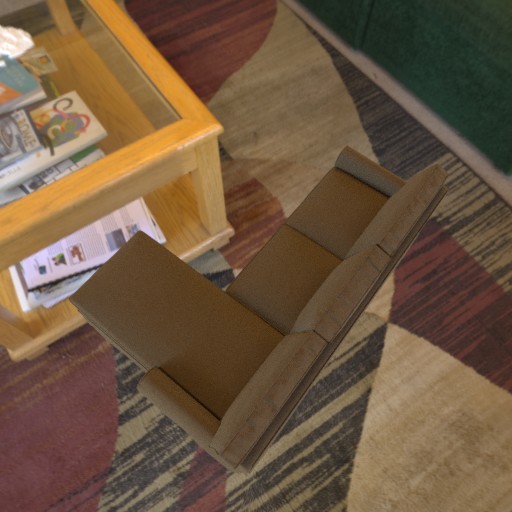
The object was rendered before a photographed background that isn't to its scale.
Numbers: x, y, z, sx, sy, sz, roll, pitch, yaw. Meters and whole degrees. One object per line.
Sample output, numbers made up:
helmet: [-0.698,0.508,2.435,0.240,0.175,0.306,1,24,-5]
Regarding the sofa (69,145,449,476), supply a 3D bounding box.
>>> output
sofa: [0.000,0.000,3.300,1.733,0.978,2.475,35,68,16]
